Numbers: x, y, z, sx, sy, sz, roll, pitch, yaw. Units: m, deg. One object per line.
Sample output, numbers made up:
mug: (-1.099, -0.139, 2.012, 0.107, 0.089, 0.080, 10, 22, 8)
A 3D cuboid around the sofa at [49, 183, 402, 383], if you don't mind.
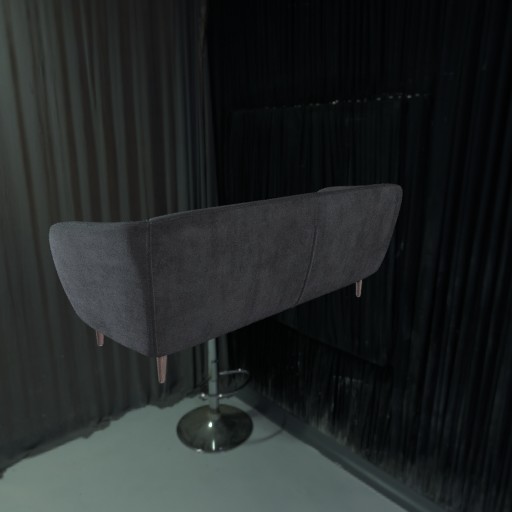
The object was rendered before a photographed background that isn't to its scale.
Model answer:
sofa: (0.000, 0.000, 2.844, 2.296, 0.875, 0.956, -14, 21, -42)
